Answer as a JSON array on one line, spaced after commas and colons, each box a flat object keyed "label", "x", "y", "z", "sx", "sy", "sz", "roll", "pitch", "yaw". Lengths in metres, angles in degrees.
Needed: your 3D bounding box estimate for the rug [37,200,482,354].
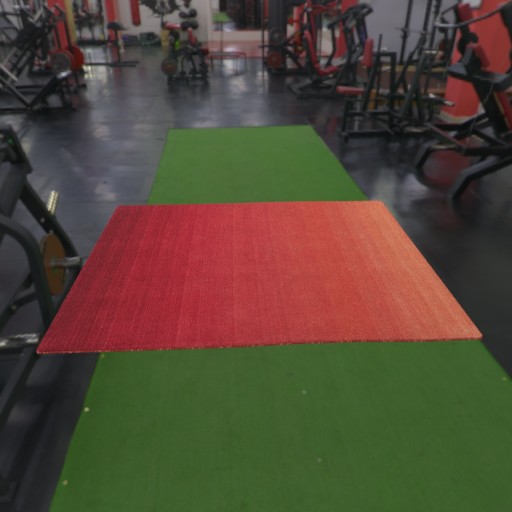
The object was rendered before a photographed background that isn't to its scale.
[{"label": "rug", "x": 0.000, "y": 0.000, "z": 3.874, "sx": 2.905, "sy": 0.028, "sz": 2.340, "roll": -1, "pitch": 30, "yaw": -2}]
